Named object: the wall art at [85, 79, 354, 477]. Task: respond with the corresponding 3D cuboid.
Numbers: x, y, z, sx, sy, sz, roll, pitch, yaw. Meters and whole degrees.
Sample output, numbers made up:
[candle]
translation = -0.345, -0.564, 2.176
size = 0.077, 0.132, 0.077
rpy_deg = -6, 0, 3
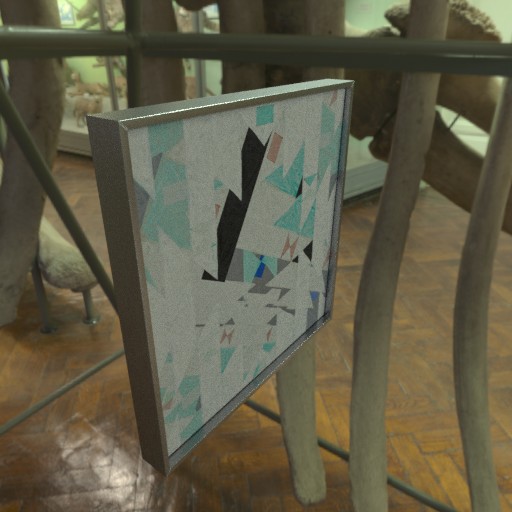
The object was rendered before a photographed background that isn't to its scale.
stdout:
[wall art]
translation = 0.000, 0.000, 0.504
size = 0.038, 0.350, 0.350
rpy_deg = 19, 32, 32
